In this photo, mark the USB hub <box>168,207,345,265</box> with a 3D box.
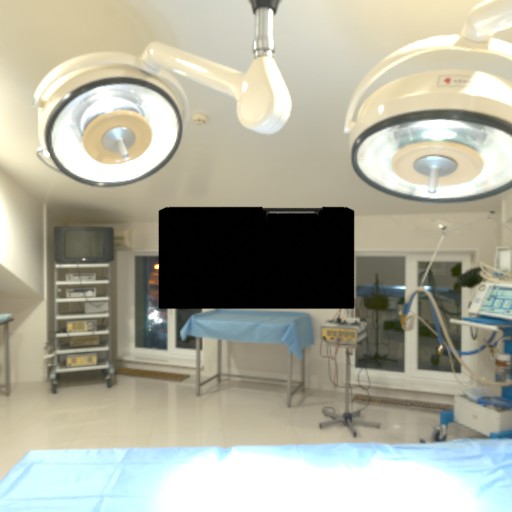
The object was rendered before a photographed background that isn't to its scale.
[{"bbox_3d":[0.000,0.000,0.129,0.044,0.023,0.110,0,1,0],"label":"USB hub"}]
